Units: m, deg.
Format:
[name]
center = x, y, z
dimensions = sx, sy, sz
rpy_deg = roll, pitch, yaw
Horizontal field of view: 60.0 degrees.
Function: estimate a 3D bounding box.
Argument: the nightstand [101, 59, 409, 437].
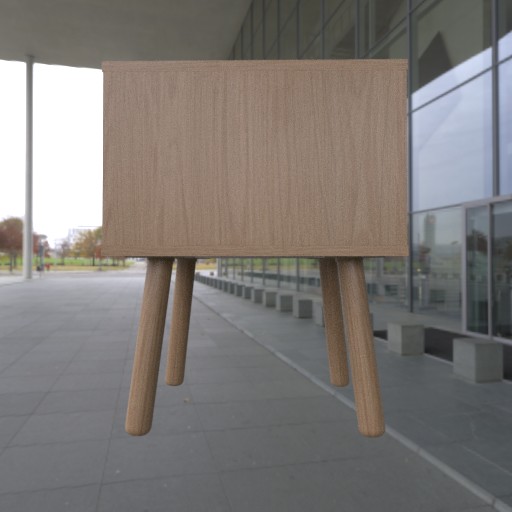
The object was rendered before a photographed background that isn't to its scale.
[nightstand]
center = 0.000, 0.000, 0.838
dimensions = 0.450, 0.571, 0.380
rpy_deg = 0, -1, 1
